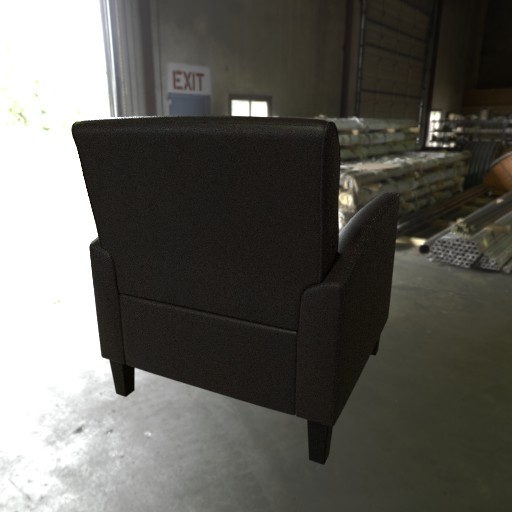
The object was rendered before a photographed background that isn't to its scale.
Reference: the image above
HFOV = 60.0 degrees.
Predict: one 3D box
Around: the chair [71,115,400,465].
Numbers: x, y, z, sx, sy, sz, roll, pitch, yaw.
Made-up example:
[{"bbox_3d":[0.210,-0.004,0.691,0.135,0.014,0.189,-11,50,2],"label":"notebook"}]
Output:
[{"bbox_3d":[0.000,0.000,1.527,0.820,0.916,0.819,8,19,25],"label":"chair"}]
